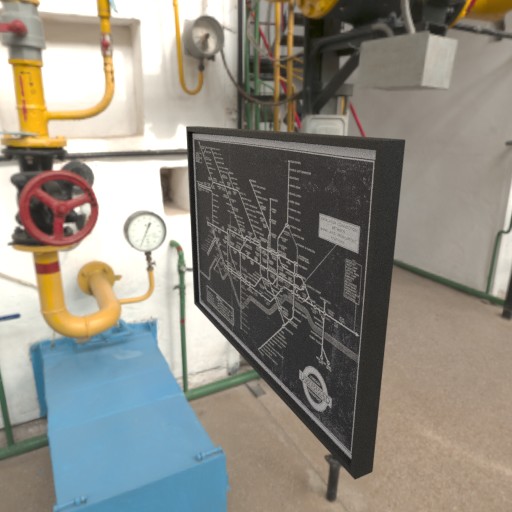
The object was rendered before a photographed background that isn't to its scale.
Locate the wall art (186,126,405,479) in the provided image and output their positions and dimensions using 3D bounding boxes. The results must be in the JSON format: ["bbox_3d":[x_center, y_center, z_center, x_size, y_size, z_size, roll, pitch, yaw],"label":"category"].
[{"bbox_3d":[0.000,0.000,0.553,0.021,0.301,0.443,-9,20,-25],"label":"wall art"}]
